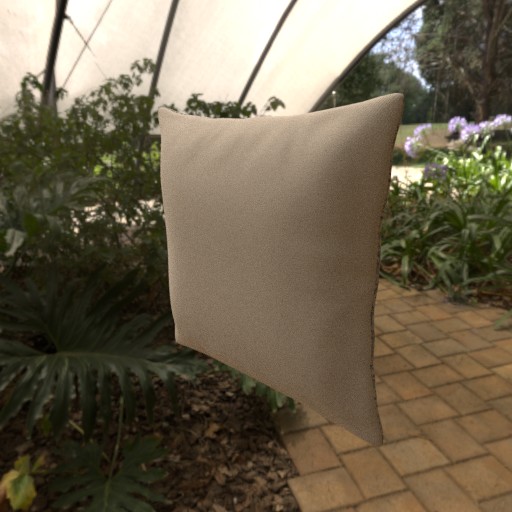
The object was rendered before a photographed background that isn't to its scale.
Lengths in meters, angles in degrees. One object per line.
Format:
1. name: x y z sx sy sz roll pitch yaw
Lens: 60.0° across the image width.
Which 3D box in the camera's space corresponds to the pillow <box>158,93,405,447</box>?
1. pillow: 0.000 0.000 0.774 0.523 0.510 0.166 15 21 42
